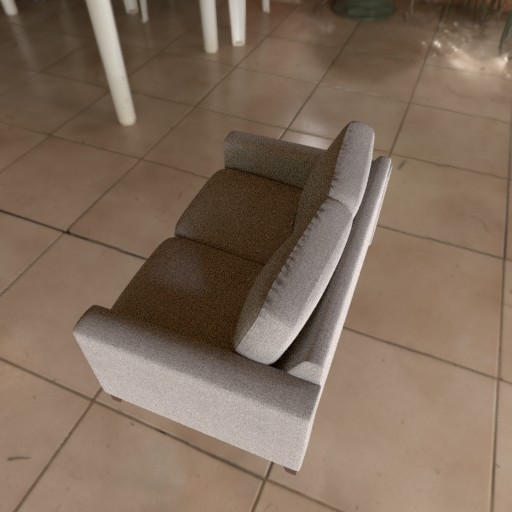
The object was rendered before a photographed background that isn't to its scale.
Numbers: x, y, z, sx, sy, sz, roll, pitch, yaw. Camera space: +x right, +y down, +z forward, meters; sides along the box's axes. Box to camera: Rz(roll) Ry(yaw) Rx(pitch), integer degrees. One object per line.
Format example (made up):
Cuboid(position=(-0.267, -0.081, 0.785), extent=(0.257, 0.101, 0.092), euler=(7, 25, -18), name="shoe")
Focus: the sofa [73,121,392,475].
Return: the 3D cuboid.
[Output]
Cuboid(position=(0.000, 0.000, 2.007), extent=(0.917, 0.873, 1.420), euler=(16, 49, 15), name="sofa")
